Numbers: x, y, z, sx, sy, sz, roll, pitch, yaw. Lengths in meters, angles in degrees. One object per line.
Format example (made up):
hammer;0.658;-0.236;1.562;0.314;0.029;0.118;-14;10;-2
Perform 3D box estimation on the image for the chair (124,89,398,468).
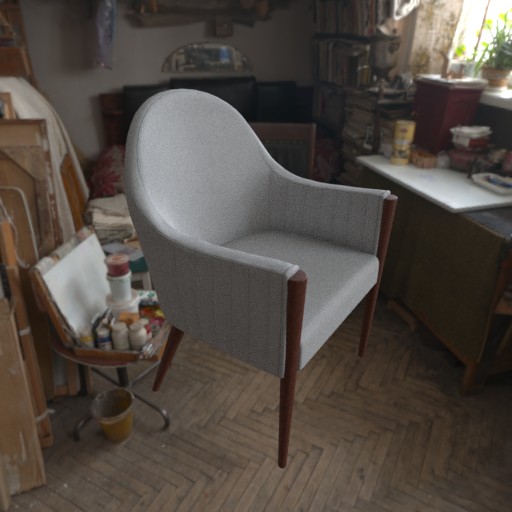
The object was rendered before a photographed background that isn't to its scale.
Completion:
chair;0.000;0.000;1.321;0.620;0.889;0.610;18;34;30
